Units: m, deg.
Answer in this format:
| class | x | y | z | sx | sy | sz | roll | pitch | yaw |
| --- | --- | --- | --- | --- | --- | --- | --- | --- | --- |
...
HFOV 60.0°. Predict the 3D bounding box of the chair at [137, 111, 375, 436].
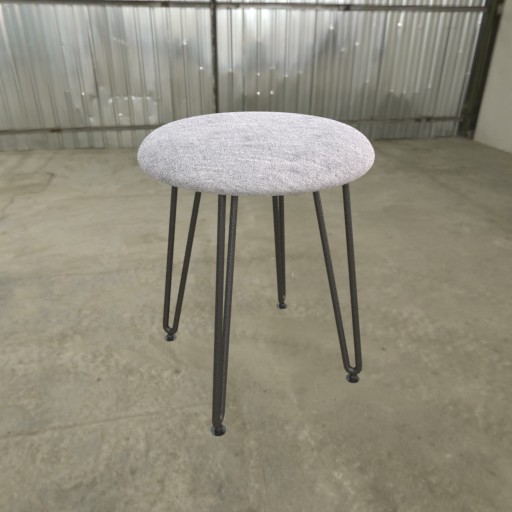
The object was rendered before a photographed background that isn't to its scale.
| class | x | y | z | sx | sy | sz | roll | pitch | yaw |
| --- | --- | --- | --- | --- | --- | --- | --- | --- | --- |
| chair | 0.000 | 0.000 | 0.665 | 0.350 | 0.386 | 0.350 | 9 | 29 | 17 |
